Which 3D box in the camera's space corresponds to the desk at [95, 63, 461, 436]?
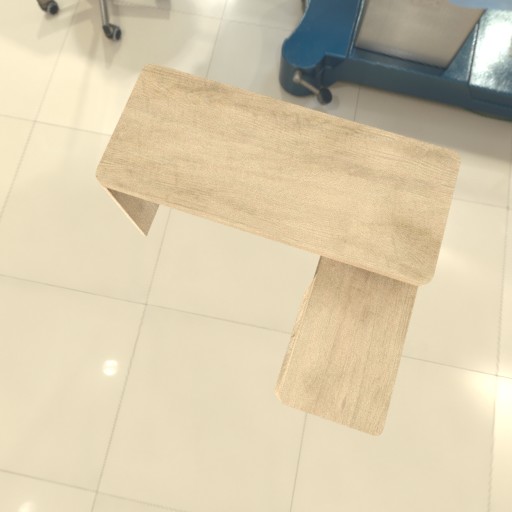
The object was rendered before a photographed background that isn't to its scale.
[{"bbox_3d":[0.000,0.000,2.106,1.400,0.770,1.175,18,76,4],"label":"desk"}]
